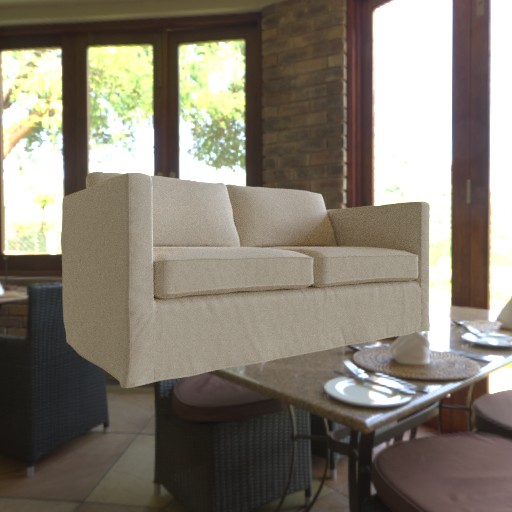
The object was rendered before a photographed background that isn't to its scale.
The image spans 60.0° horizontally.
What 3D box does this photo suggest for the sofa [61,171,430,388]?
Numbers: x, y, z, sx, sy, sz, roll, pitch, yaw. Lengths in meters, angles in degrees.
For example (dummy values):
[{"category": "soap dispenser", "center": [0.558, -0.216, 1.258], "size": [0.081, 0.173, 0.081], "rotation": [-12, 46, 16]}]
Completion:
[{"category": "sofa", "center": [0.000, 0.000, 2.328], "size": [1.746, 0.834, 0.962], "rotation": [-1, 1, -36]}]
